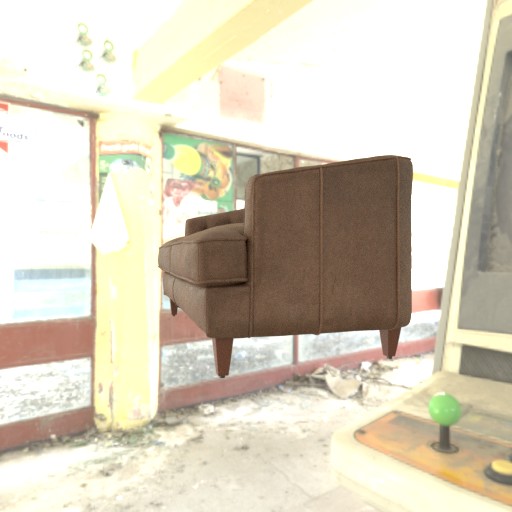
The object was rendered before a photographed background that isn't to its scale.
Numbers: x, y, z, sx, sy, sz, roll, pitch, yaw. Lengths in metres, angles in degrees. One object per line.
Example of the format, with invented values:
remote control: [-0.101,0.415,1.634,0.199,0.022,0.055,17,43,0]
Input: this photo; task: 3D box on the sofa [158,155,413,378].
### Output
sofa: [0.000,0.000,2.303,0.917,0.799,1.767,0,0,-16]
